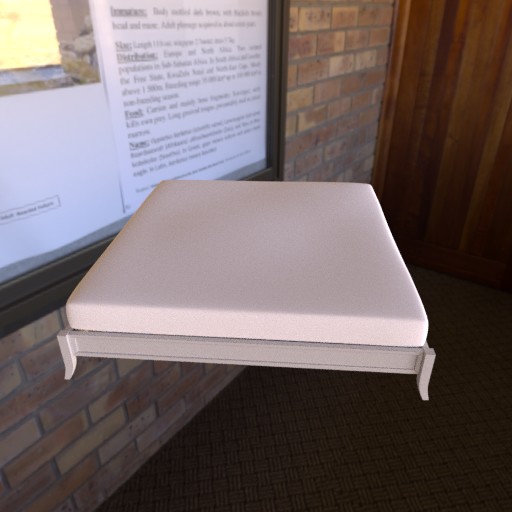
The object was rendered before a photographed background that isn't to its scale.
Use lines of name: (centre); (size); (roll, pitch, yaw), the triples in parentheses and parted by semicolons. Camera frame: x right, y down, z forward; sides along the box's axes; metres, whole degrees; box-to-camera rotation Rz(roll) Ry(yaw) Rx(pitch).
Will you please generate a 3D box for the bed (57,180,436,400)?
bed: (0.000, 0.000, 3.226); (2.007, 0.510, 2.108); (2, 29, 4)
